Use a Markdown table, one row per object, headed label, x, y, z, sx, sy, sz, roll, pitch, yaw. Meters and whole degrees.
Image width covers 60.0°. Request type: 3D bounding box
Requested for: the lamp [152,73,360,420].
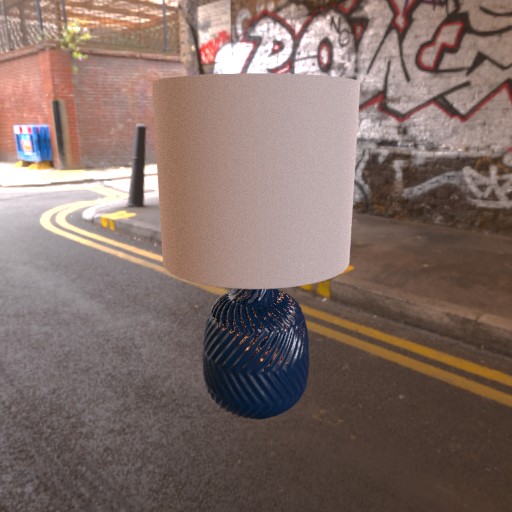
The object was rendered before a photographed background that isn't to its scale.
| label | x | y | z | sx | sy | sz | roll | pitch | yaw |
| --- | --- | --- | --- | --- | --- | --- | --- | --- | --- |
| lamp | 0.000 | 0.000 | 0.492 | 0.203 | 0.368 | 0.203 | -2 | 16 | -7 |
